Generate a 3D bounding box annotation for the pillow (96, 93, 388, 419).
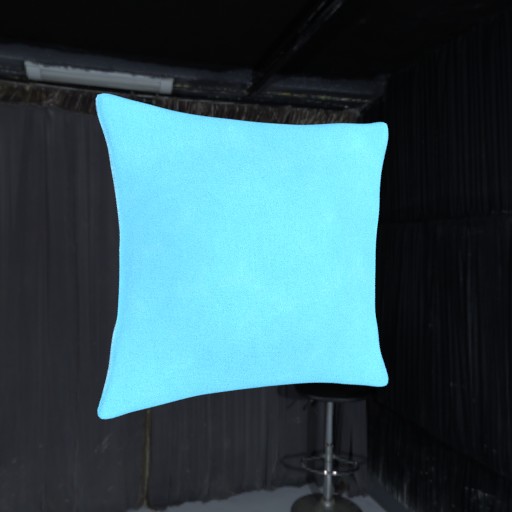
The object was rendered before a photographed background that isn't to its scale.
[{"bbox_3d":[0.000,0.000,0.637,0.433,0.415,0.151,-1,2,-19],"label":"pillow"}]
